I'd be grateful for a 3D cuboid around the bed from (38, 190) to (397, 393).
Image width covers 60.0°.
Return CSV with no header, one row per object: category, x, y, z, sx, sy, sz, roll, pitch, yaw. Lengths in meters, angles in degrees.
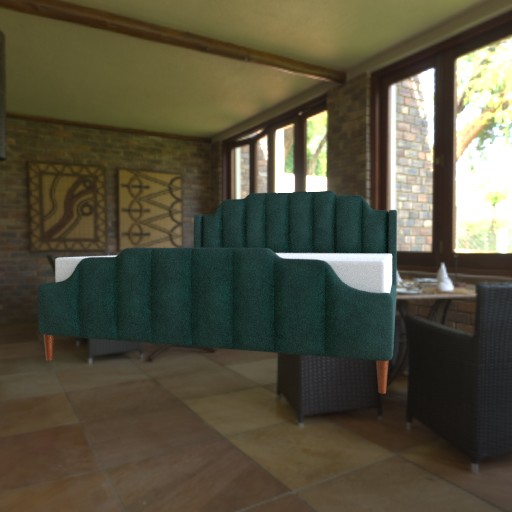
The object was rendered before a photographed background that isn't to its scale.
bed,0.000,0.000,3.450,2.074,1.245,2.340,0,1,18
